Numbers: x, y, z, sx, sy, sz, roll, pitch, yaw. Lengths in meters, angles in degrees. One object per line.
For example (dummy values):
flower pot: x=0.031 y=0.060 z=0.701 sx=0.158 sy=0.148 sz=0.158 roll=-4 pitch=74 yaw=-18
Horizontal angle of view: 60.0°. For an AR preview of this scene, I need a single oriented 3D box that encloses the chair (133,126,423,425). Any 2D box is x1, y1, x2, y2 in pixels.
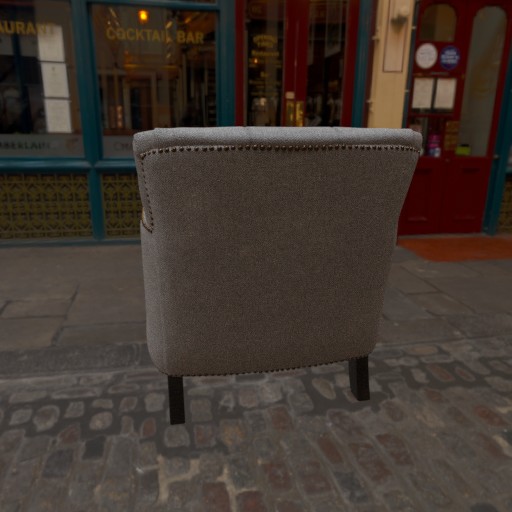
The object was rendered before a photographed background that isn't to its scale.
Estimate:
chair: x=0.000 y=0.000 z=1.490 sx=0.737 sy=0.823 sz=0.902 roll=-3 pitch=16 yaw=-11
